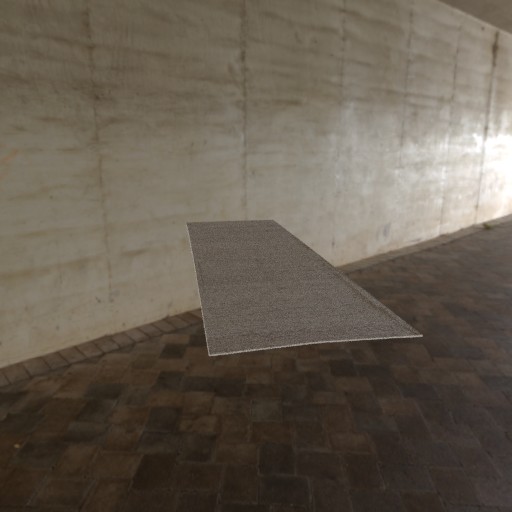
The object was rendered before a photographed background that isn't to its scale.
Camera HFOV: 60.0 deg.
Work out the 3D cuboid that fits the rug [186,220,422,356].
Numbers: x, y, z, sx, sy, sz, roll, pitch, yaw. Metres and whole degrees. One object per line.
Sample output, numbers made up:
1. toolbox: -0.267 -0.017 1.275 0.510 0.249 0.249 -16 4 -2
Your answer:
1. rug: 0.000 0.000 2.592 0.741 0.014 2.390 -3 15 -10
